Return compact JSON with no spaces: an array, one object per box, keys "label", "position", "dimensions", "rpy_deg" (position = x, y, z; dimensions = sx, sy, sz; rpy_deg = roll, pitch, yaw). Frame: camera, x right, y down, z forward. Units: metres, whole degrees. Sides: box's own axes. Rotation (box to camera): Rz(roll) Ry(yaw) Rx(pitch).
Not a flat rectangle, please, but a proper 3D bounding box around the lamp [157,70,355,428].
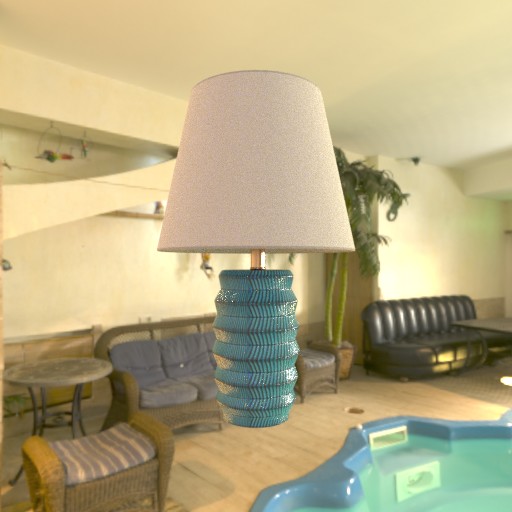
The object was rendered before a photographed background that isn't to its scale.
[{"label":"lamp","position":[0.000,0.000,0.811],"dimensions":[0.355,0.582,0.355],"rpy_deg":[0,-1,0]}]
